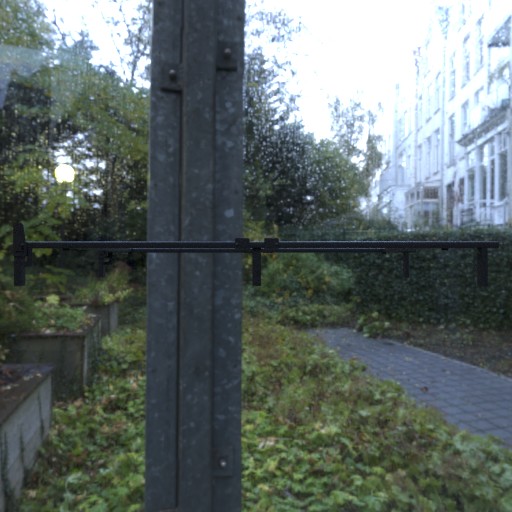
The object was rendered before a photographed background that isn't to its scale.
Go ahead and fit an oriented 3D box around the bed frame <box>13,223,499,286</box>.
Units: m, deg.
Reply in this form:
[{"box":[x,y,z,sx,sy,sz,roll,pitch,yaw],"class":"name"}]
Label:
[{"box":[0.000,0.000,2.206,1.897,0.248,0.968,0,-1,1],"class":"bed frame"}]
